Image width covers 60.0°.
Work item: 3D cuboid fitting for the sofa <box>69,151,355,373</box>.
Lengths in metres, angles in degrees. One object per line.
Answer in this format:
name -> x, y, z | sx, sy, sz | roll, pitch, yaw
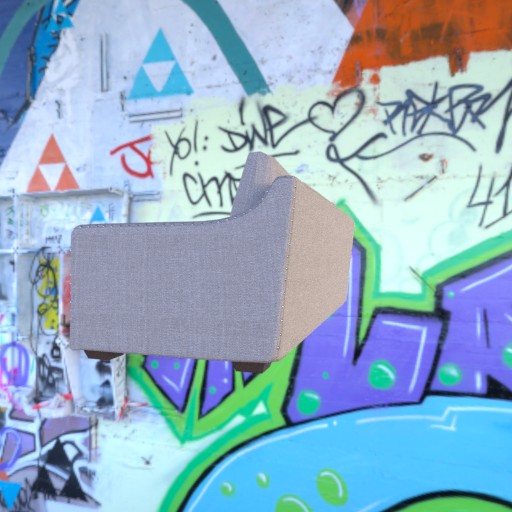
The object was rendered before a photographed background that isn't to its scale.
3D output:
sofa -> 0.000, 0.000, 2.745 | 1.000, 0.857, 2.208 | 0, 0, 18
